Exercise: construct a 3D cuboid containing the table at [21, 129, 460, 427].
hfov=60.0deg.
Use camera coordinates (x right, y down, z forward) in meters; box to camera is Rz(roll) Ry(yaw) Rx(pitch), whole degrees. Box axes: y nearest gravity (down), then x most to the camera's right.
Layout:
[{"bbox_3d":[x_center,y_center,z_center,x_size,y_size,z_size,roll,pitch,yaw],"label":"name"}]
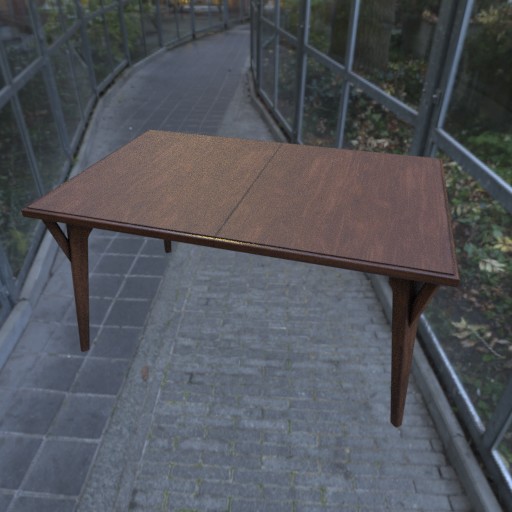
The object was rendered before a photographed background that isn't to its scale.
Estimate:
[{"bbox_3d":[0.000,0.000,2.063,1.524,0.761,0.990,9,35,14],"label":"table"}]
